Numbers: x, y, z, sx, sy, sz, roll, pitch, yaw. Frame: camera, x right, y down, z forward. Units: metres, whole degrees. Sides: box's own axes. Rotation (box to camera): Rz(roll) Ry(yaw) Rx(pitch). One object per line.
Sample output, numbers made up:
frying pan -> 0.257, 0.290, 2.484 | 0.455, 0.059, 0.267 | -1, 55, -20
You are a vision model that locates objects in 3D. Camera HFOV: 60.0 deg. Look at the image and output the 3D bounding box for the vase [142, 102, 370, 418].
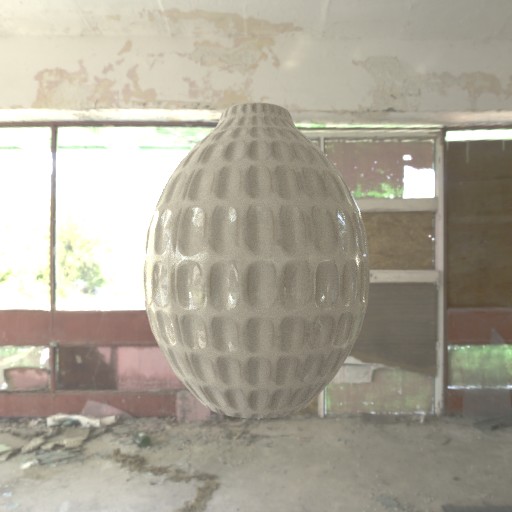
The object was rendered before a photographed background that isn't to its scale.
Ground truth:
vase -> 0.000, 0.000, 0.257 | 0.128, 0.167, 0.128 | 0, 0, 0
